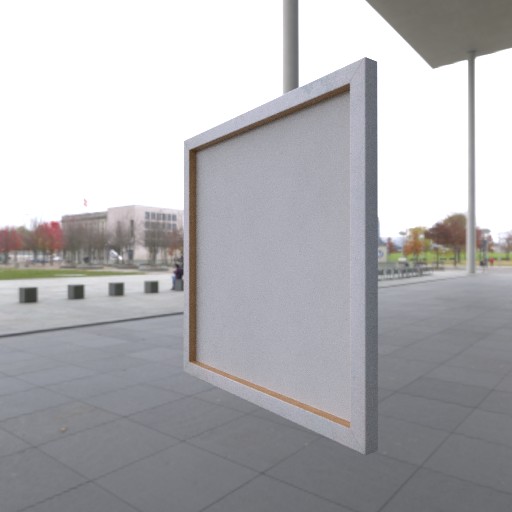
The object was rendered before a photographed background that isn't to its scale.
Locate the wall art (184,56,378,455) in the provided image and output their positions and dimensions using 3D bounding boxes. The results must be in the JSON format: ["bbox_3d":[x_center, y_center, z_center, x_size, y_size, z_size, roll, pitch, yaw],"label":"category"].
[{"bbox_3d":[0.000,0.000,1.164,0.038,0.762,0.762,0,0,-36],"label":"wall art"}]
